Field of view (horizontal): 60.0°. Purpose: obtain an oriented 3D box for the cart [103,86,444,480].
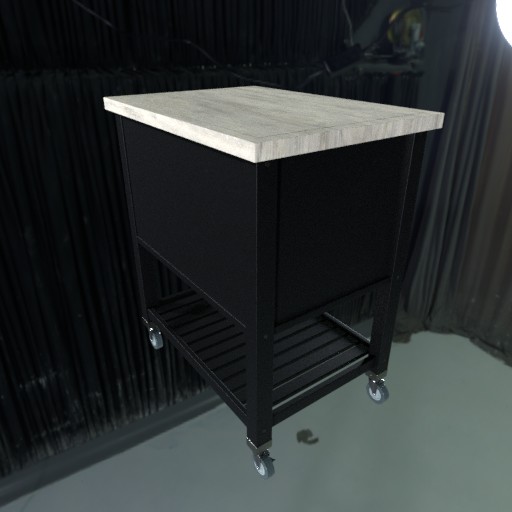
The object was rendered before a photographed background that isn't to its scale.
[{"bbox_3d":[0.000,0.000,1.410,0.567,0.920,0.797,-18,32,-32],"label":"cart"}]
